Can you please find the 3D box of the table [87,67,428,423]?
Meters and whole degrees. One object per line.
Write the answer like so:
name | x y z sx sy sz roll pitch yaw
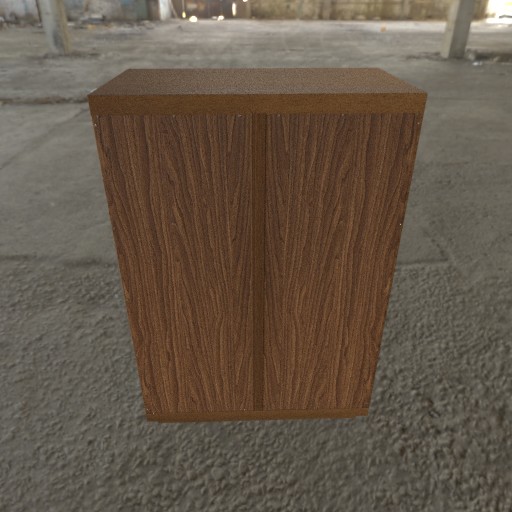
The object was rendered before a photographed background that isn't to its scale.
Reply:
table | 0.000 0.000 1.722 0.901 1.294 0.524 -1 30 -2
